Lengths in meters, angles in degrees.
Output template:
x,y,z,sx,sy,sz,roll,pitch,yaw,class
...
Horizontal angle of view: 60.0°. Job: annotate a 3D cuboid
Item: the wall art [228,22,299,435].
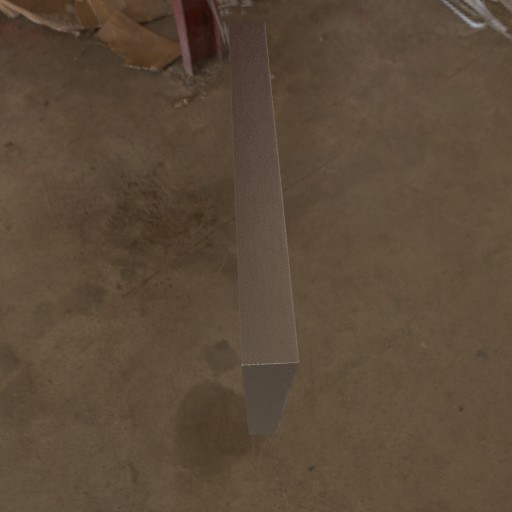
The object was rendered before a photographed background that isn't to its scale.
x,y,z,sx,sy,sz,roll,pitch,yaw,class
0.000,0.000,0.520,0.038,0.350,0.350,-3,61,-2,wall art
